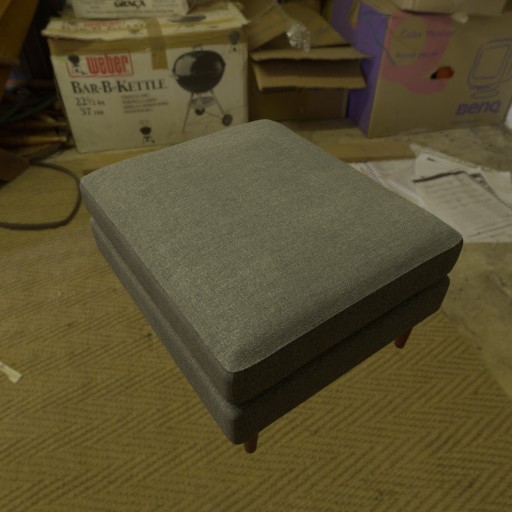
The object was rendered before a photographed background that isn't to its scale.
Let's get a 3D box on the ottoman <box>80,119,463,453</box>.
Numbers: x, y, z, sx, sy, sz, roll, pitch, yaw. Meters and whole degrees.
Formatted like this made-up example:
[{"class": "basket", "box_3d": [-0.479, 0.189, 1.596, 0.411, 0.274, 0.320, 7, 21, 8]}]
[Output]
[{"class": "ottoman", "box_3d": [0.000, 0.000, 1.277, 0.693, 0.474, 0.821, -25, 47, -26]}]
